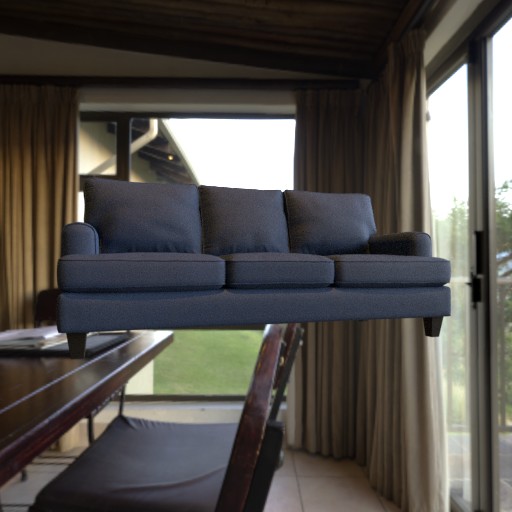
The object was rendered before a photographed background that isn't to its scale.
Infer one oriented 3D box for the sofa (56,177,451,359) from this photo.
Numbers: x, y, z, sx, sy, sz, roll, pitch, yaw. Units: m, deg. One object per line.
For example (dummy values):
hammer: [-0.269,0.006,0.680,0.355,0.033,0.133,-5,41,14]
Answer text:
sofa: [0.000,0.000,2.713,2.158,0.965,0.951,0,-1,-18]
